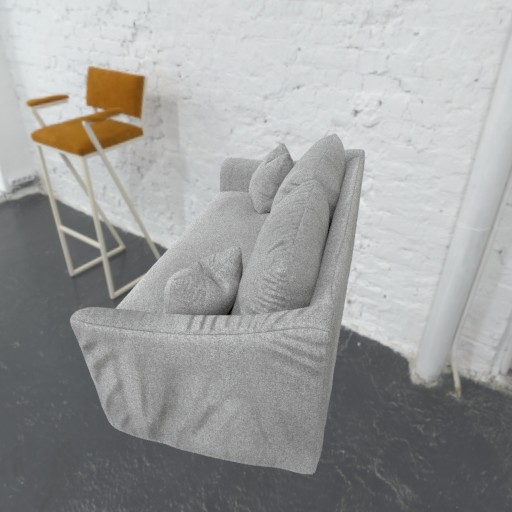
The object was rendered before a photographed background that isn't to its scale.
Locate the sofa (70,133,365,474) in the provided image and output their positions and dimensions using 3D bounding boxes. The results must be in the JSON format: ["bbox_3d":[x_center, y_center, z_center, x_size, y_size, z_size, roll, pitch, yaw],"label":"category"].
[{"bbox_3d":[0.000,0.000,2.569,1.072,1.018,2.010,8,32,13],"label":"sofa"}]
